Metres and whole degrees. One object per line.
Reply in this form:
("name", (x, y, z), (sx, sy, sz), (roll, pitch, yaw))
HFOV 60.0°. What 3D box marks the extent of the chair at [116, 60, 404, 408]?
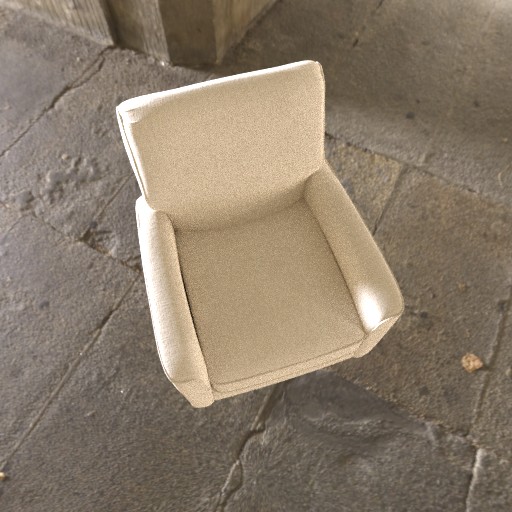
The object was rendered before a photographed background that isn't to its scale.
("chair", (0.000, 0.000, 1.676), (0.841, 1.028, 0.858), (-16, 65, -8))
